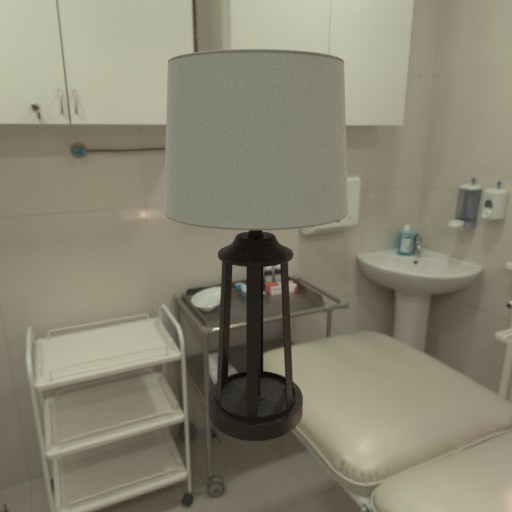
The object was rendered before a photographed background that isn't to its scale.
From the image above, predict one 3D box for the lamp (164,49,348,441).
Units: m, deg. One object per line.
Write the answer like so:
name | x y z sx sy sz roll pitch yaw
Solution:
lamp | 0.000 0.000 0.634 0.251 0.509 0.251 0 16 0
